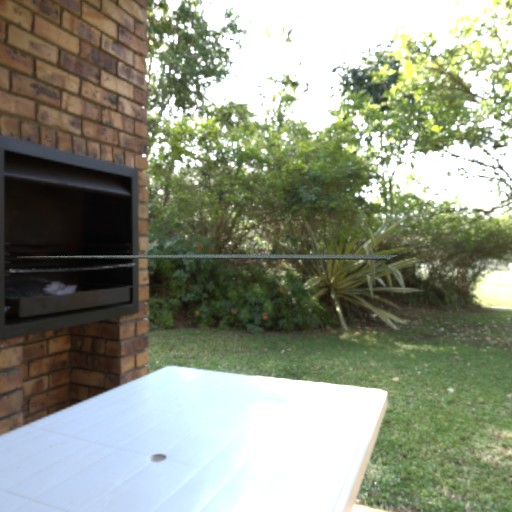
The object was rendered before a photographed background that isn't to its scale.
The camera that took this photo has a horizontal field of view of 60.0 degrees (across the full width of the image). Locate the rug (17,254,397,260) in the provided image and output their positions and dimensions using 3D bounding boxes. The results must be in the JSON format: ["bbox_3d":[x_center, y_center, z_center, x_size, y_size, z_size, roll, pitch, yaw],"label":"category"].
[{"bbox_3d":[0.000,0.000,4.086,2.436,0.007,3.045,0,1,19],"label":"rug"}]
